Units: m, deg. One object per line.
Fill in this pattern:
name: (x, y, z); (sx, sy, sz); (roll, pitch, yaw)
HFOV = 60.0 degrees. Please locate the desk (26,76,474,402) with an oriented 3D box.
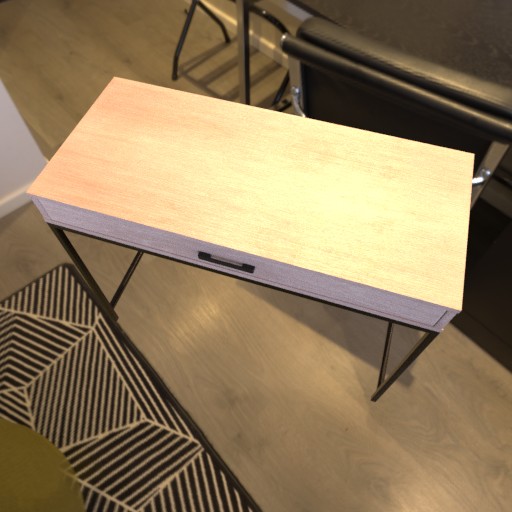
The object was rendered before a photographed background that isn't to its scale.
desk: (0.000, 0.000, 1.415); (1.016, 0.762, 0.470); (15, 59, 9)
